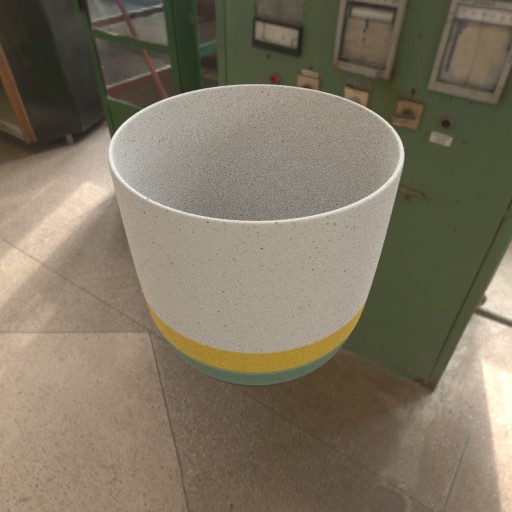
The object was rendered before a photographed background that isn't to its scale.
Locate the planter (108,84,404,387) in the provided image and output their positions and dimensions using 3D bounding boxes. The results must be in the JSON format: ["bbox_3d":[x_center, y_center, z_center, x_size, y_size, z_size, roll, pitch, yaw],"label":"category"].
[{"bbox_3d":[0.000,0.000,0.369,0.195,0.214,0.195,0,41,0],"label":"planter"}]
